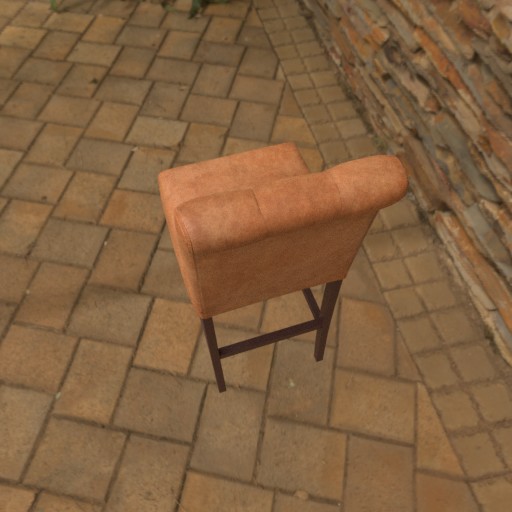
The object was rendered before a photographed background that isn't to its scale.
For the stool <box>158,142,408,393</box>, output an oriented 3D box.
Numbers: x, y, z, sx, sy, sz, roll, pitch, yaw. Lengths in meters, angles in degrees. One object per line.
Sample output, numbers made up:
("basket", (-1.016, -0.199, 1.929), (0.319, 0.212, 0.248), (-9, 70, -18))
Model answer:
("stool", (0.000, 0.000, 1.430), (0.493, 1.140, 0.601), (-15, 57, -10))
